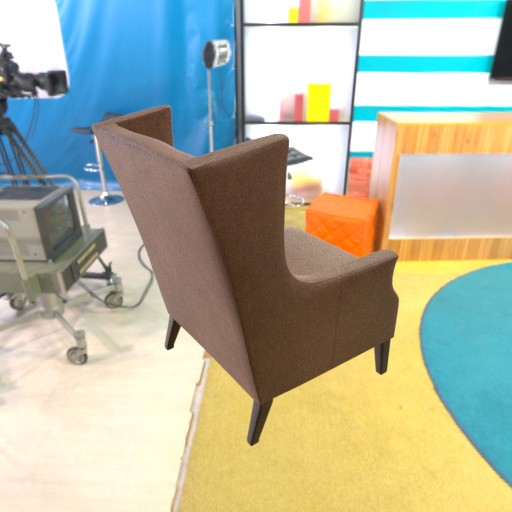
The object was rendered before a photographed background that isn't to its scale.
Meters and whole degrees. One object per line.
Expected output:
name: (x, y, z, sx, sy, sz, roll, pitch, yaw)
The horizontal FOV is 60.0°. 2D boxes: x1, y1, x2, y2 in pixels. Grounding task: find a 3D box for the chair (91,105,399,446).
chair: (0.000, 0.000, 1.742, 0.913, 1.088, 0.815, -18, 32, -32)
